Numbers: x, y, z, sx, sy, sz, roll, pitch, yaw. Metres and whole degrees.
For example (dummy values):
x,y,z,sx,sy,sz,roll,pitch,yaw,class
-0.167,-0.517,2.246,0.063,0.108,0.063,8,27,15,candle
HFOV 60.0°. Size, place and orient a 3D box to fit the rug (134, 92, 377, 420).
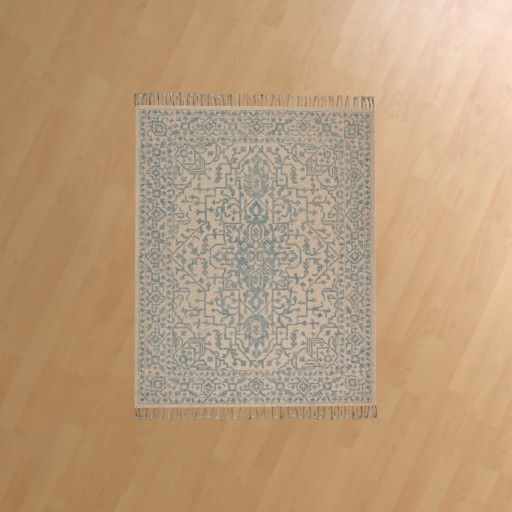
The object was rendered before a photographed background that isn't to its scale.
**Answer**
x,y,z,sx,sy,sz,roll,pitch,yaw,class
0.000,0.000,4.498,2.464,0.010,3.327,0,89,-2,rug
